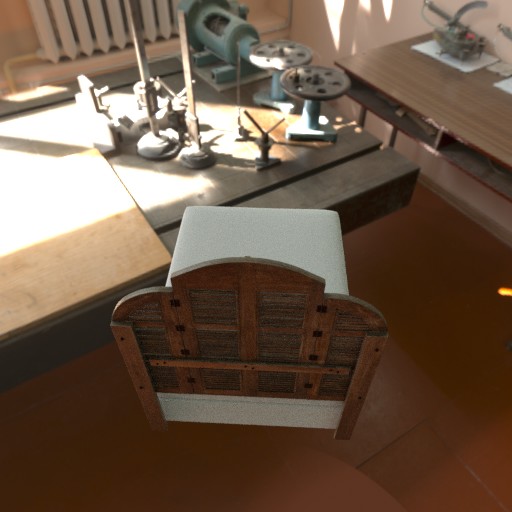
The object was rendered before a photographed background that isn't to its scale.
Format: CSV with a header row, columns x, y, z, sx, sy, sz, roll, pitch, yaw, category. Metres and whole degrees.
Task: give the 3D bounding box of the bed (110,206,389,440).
x,y,z,sx,sy,sz,roll,pitch,yaw,category
0.000,0.000,3.623,1.713,2.019,2.138,2,46,2,bed
